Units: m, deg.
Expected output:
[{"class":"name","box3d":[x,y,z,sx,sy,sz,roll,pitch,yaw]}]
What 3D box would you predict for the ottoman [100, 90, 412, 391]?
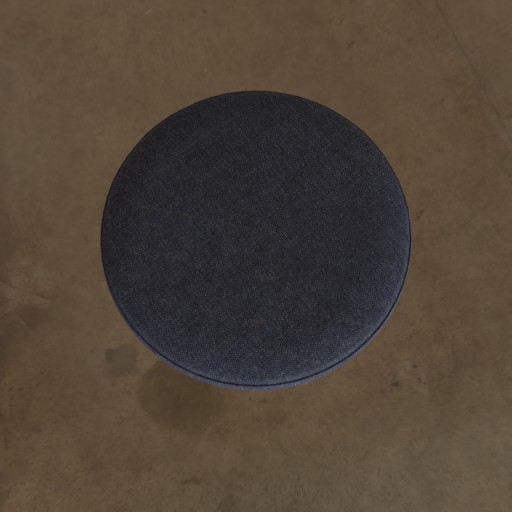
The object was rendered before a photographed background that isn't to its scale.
[{"class":"ottoman","box3d":[0.000,0.000,0.912,0.520,0.430,0.520,0,75,0]}]
